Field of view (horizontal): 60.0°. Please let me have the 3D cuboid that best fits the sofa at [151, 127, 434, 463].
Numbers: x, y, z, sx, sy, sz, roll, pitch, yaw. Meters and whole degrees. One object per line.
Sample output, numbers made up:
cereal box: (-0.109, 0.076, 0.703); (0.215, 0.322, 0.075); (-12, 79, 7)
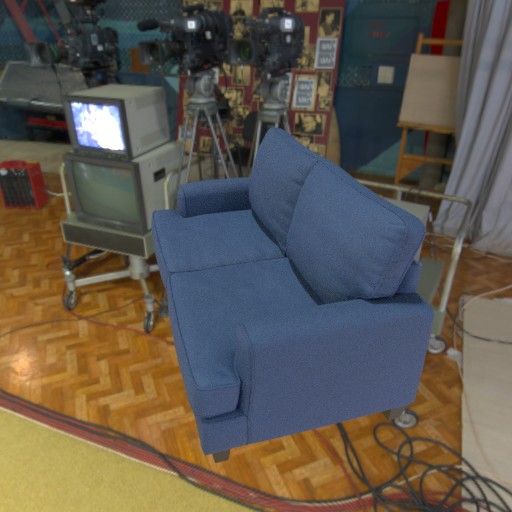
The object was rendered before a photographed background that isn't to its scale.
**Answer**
sofa: (0.000, 0.000, 2.274); (0.965, 0.965, 1.651); (-8, 30, -15)
